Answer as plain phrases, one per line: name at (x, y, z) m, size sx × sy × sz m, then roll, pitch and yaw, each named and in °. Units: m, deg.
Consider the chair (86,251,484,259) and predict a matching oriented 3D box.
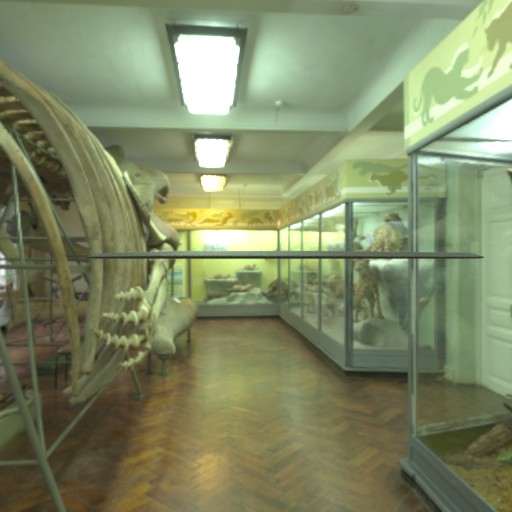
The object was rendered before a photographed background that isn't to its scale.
chair at (0.000, 0.000, 1.896) m, size 1.219 × 0.024 × 1.372 m, roll 0°, pitch 0°, yaw -36°
